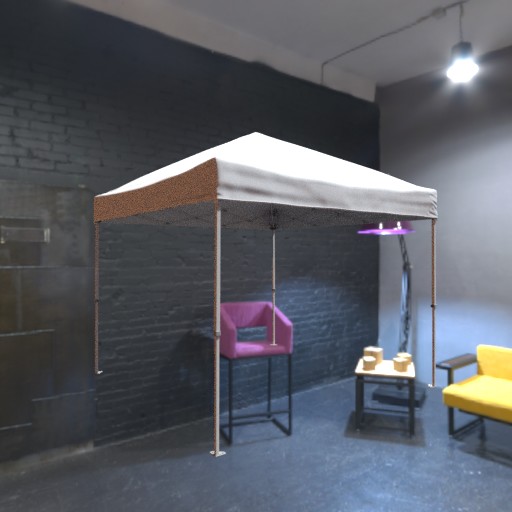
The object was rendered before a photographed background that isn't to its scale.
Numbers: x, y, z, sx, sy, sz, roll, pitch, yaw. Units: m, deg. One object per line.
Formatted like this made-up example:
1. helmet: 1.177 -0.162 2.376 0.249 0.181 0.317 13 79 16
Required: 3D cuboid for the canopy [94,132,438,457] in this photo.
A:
1. canopy: 0.000 0.000 5.383 2.996 2.997 2.998 0 0 -37
